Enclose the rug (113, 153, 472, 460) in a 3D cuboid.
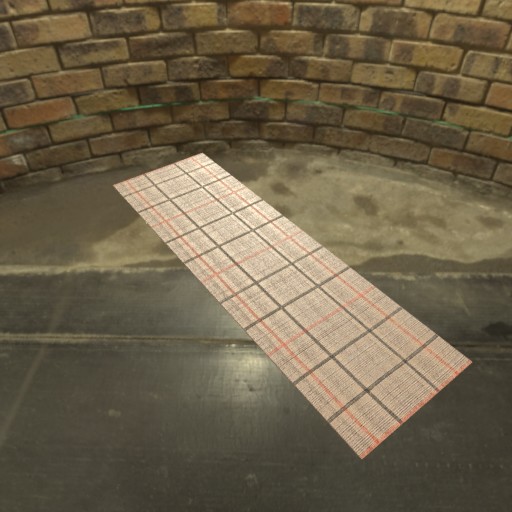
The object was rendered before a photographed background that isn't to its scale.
[{"bbox_3d":[0.000,0.000,2.667,0.762,0.008,2.439,-27,50,-26],"label":"rug"}]
